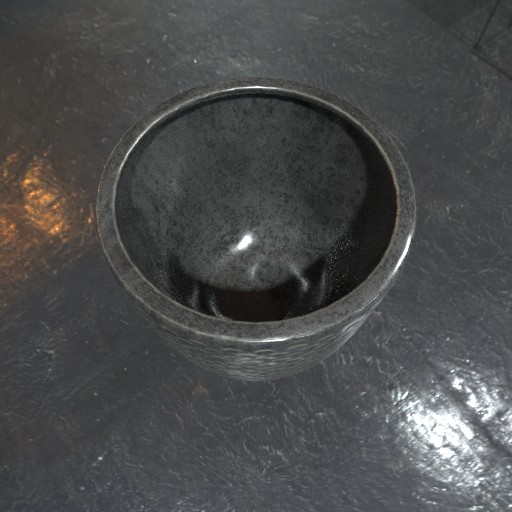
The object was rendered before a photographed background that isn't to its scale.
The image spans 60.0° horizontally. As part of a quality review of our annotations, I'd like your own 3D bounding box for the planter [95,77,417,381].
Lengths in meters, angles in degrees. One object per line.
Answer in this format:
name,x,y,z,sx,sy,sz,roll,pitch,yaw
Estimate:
planter,0.000,0.000,0.248,0.140,0.129,0.140,0,63,0
